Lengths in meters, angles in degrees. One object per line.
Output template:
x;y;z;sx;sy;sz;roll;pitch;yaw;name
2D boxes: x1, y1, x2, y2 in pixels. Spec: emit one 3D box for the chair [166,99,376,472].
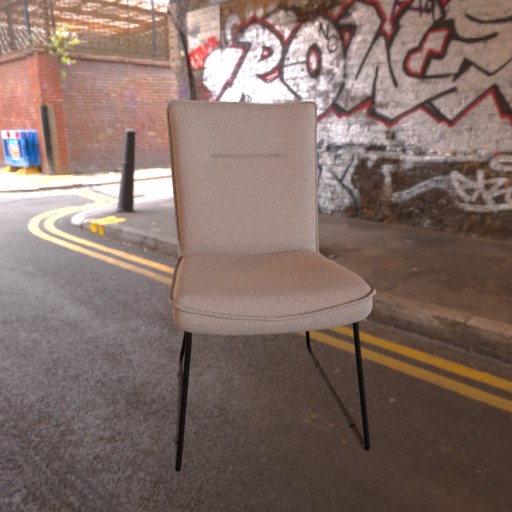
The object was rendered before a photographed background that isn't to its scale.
0.000;0.000;1.336;0.515;0.930;0.688;-2;16;-8;chair
